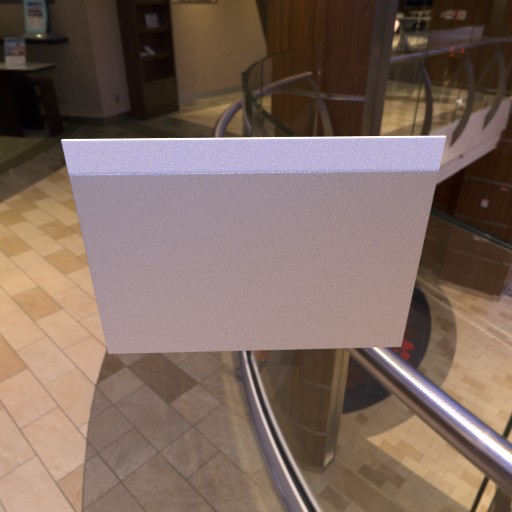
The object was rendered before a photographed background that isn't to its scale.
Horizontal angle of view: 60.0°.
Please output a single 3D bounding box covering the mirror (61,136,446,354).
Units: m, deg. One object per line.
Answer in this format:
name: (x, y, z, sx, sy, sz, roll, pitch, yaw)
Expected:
mirror: (0.000, 0.000, 1.170, 0.870, 0.630, 0.030, -1, 30, -2)
